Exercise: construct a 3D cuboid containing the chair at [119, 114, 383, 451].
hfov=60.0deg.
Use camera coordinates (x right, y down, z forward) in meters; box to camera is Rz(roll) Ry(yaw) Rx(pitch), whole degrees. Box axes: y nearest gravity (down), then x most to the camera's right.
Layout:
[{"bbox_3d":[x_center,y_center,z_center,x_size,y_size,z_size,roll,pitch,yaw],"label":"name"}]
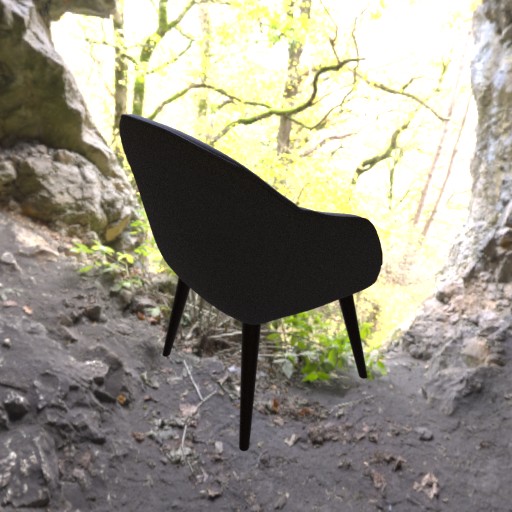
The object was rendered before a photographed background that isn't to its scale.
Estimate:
[{"bbox_3d":[0.000,0.000,1.250,0.611,0.810,0.589,-18,32,-32],"label":"chair"}]
